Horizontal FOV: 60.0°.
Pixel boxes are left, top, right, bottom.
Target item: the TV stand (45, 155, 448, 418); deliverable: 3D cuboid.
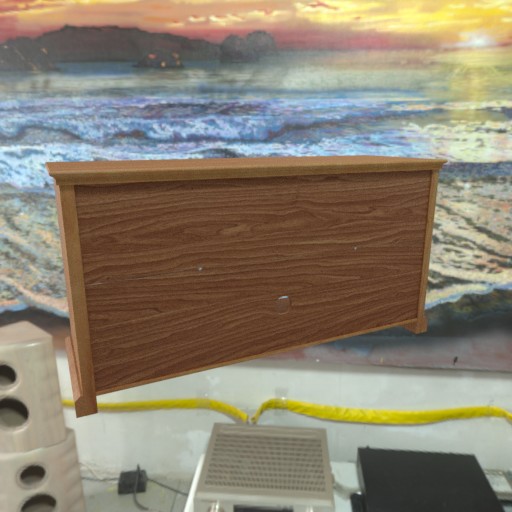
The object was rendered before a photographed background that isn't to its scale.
[{"bbox_3d":[0.000,0.000,1.443,1.181,0.607,0.417,-7,17,-25],"label":"TV stand"}]
